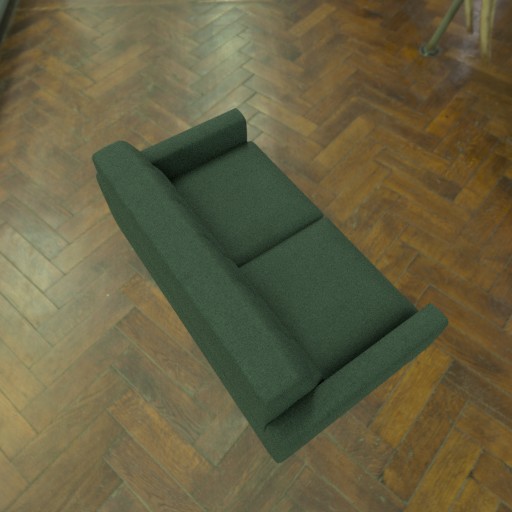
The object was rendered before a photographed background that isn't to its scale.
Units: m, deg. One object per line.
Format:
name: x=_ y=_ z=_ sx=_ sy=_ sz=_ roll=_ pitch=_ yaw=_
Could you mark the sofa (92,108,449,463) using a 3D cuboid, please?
sofa: x=0.000 y=0.000 z=2.201 sx=0.909 sy=0.841 sz=1.631 roll=-31 pitch=63 yaw=-18
